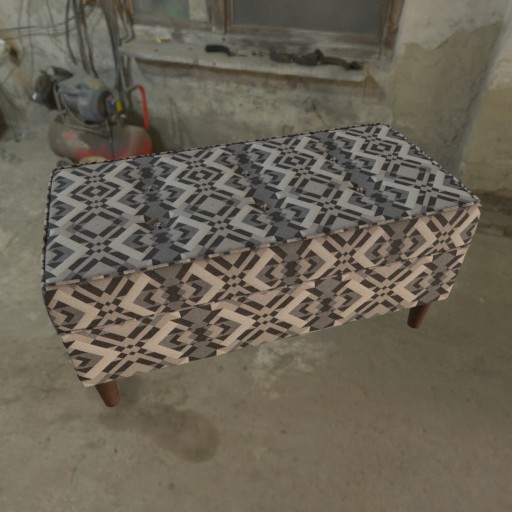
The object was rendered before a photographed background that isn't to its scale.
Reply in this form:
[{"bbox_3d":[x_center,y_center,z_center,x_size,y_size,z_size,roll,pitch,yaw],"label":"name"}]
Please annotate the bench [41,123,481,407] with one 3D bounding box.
[{"bbox_3d":[0.000,0.000,1.259,1.016,0.477,0.492,-11,42,-13],"label":"bench"}]
